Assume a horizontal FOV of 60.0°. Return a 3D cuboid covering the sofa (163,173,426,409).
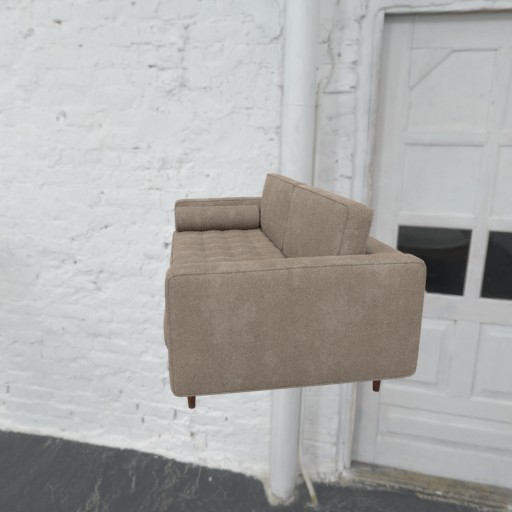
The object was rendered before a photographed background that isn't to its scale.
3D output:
[{"bbox_3d":[0.000,0.000,2.378,0.920,0.769,1.883,-2,15,-9],"label":"sofa"}]
